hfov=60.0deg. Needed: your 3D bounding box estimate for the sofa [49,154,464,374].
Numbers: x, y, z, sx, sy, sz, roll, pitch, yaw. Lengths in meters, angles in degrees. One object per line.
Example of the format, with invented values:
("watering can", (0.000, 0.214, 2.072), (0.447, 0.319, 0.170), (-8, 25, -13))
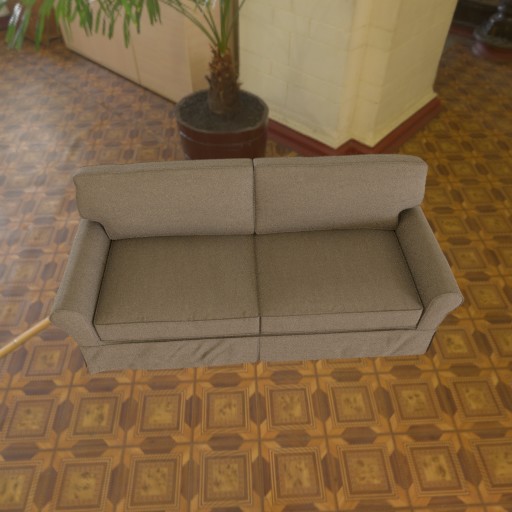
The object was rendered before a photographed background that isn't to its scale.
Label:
("sofa", (0.000, 0.000, 2.733), (2.248, 0.943, 0.991), (-2, 47, -2))
